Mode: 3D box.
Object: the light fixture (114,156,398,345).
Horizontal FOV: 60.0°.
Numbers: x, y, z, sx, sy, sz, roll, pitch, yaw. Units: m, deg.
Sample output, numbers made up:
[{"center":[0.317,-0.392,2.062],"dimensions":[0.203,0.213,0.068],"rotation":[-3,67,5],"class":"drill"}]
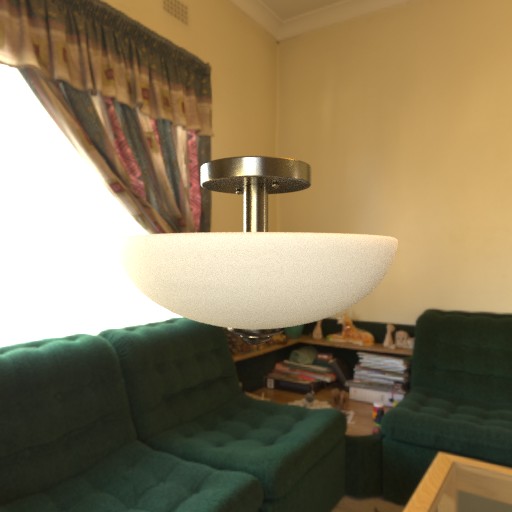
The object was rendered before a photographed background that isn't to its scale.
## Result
[{"center":[0.000,0.000,0.541],"dimensions":[0.330,0.214,0.330],"rotation":[0,0,0],"class":"light fixture"}]
